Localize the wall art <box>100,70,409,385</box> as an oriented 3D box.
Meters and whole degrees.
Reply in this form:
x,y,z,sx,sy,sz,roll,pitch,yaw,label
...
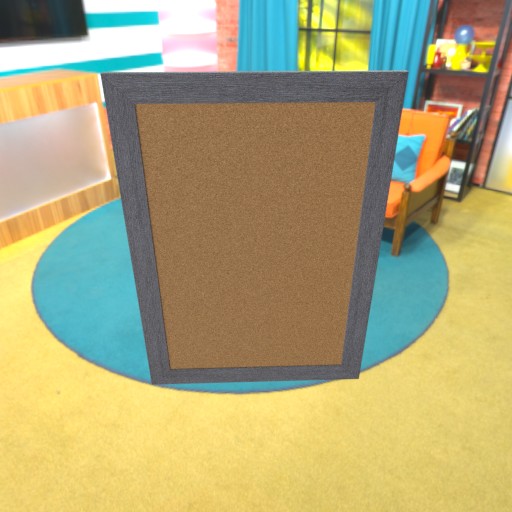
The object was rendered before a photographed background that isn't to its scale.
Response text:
x,y,z,sx,sy,sz,roll,pitch,yaw,label
0.000,0.000,1.382,0.768,1.070,0.020,-1,30,-2,wall art
